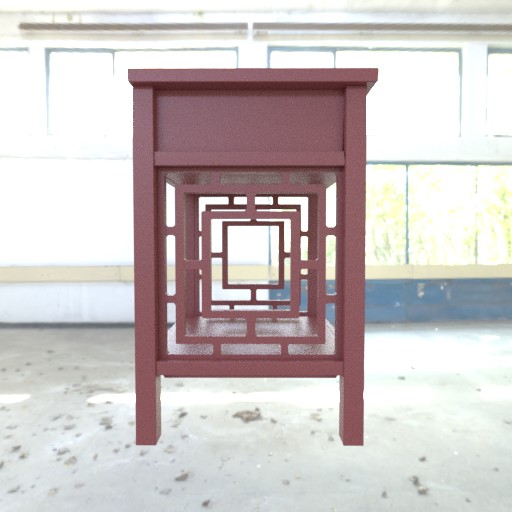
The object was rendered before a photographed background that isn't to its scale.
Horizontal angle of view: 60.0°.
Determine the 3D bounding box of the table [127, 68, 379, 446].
[{"bbox_3d":[0.000,0.000,1.092,0.451,0.686,0.599,0,2,0],"label":"table"}]
